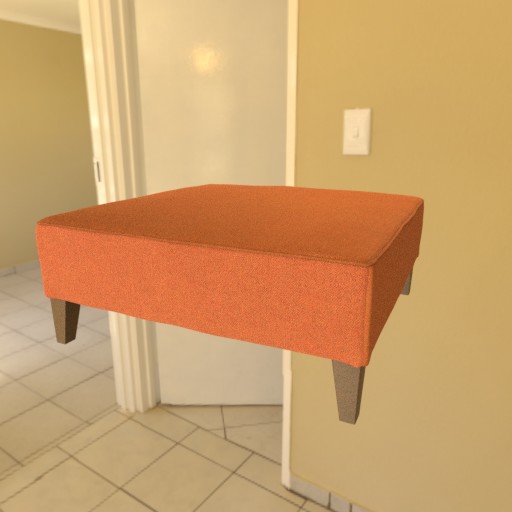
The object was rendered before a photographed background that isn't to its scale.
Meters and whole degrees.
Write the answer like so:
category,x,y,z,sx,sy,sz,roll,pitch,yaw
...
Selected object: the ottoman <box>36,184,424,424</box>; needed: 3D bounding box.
category,x,y,z,sx,sy,sz,roll,pitch,yaw
ottoman,0.000,0.000,1.550,0.999,0.438,0.997,7,17,25
